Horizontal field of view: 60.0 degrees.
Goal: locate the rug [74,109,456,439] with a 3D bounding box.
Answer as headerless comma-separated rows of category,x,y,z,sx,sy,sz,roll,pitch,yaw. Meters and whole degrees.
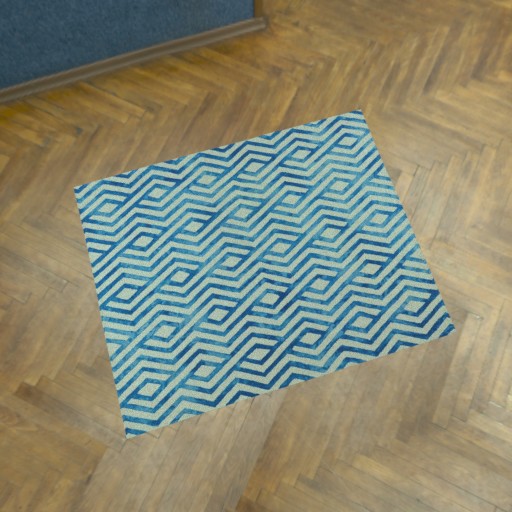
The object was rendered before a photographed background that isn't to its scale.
rug,0.000,0.000,4.225,3.059,0.008,2.453,-17,75,-5
